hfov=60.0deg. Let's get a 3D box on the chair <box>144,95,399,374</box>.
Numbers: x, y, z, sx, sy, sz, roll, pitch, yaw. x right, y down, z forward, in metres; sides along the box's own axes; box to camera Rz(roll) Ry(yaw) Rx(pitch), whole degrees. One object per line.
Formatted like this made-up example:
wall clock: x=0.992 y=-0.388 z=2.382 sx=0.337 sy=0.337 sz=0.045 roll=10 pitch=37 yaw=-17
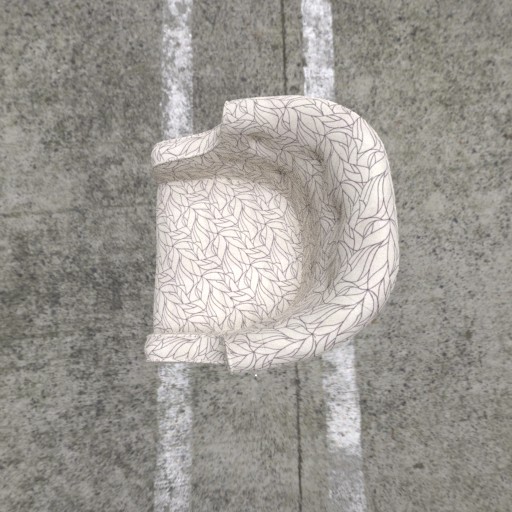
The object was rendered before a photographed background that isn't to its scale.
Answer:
chair: x=0.000 y=0.000 z=1.333 sx=0.613 sy=0.858 sz=0.686 roll=-2 pitch=75 yaw=0
